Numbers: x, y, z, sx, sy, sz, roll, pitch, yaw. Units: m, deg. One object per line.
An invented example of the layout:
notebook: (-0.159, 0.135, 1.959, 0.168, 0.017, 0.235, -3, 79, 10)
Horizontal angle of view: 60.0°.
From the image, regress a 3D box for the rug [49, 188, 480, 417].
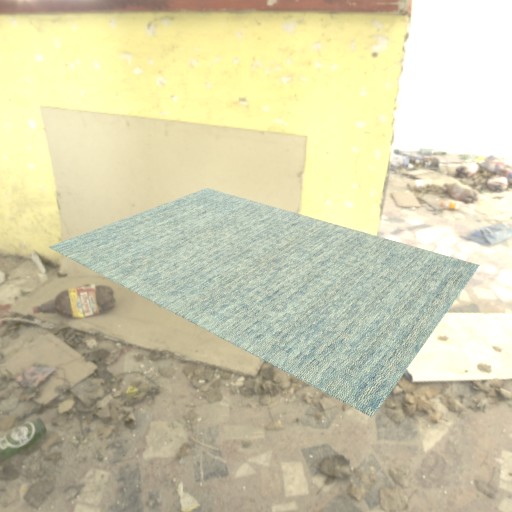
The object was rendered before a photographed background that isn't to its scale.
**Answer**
rug: (0.000, 0.000, 2.146, 1.752, 0.006, 1.142, 20, 34, 33)
